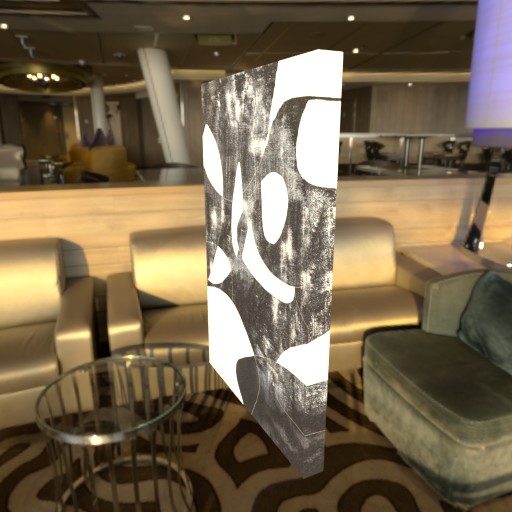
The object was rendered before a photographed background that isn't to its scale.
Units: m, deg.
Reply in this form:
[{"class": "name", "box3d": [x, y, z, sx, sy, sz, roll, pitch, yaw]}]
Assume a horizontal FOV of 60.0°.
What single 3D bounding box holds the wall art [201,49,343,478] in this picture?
[{"class": "wall art", "box3d": [0.000, 0.000, 0.788, 0.039, 0.610, 0.407, -7, 17, -26]}]
